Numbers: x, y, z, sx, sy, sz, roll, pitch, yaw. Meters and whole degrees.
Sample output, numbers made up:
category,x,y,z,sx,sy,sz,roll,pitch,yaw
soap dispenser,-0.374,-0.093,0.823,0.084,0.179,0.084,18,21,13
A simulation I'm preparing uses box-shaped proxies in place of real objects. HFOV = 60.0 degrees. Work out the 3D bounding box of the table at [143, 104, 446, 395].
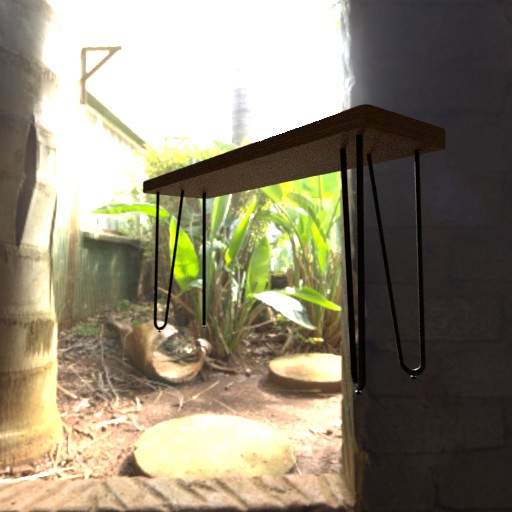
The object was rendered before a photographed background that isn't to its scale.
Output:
category,x,y,z,sx,sy,sz,roll,pitch,yaw
table,0.000,0.000,1.972,0.425,0.834,1.570,0,0,-37
